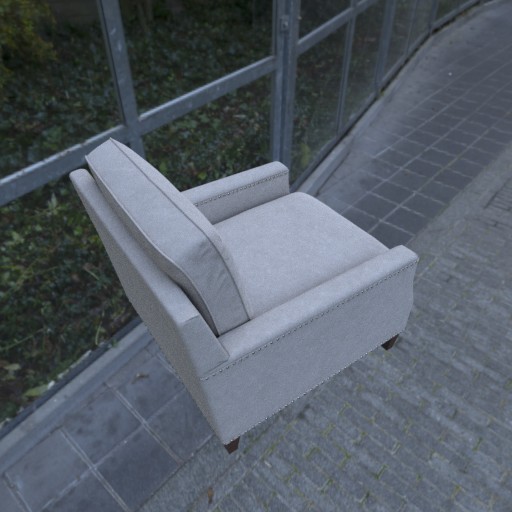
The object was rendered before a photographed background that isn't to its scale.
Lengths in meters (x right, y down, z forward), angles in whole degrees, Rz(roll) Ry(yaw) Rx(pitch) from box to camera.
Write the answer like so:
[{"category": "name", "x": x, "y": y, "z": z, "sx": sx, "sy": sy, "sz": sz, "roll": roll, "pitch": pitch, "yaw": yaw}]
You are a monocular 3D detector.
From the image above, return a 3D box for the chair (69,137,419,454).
[{"category": "chair", "x": 0.000, "y": 0.000, "z": 1.711, "sx": 1.014, "sy": 0.943, "sz": 0.853, "roll": -24, "pitch": 46, "yaw": -25}]
